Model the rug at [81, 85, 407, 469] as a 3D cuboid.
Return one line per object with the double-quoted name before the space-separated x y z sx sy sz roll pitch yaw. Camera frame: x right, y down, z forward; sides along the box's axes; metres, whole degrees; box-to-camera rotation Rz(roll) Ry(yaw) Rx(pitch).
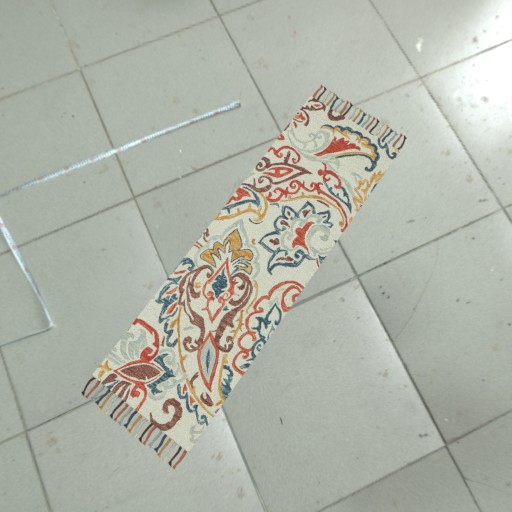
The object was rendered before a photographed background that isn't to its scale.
"rug" 0.000 0.000 2.950 0.763 0.015 2.682 35 78 8
